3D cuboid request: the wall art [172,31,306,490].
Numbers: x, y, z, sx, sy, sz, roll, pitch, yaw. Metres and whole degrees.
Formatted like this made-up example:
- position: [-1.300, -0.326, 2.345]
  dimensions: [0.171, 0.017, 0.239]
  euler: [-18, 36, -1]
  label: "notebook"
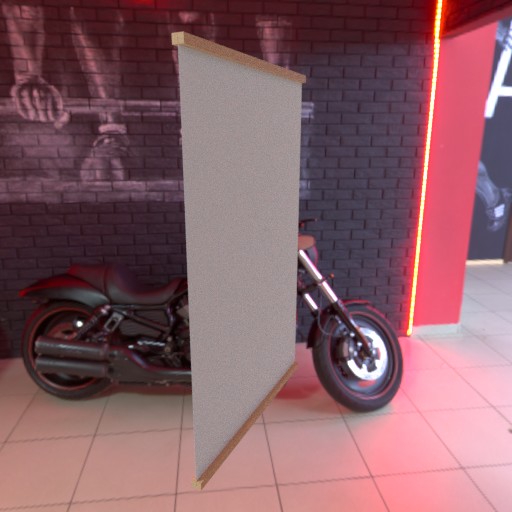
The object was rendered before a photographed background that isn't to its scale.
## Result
- position: [0.000, 0.000, 1.844]
  dimensions: [0.040, 1.510, 0.991]
  euler: [7, 16, 25]
  label: "wall art"
